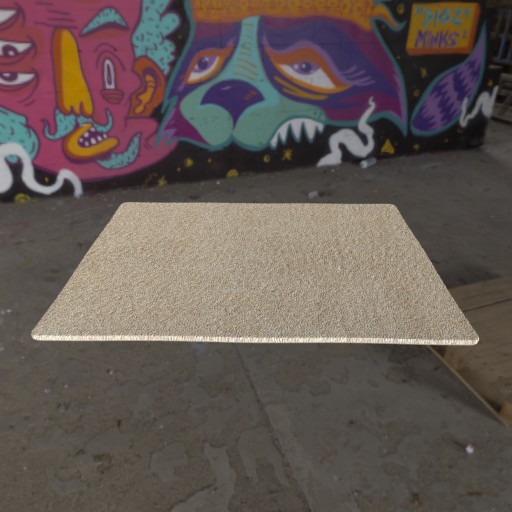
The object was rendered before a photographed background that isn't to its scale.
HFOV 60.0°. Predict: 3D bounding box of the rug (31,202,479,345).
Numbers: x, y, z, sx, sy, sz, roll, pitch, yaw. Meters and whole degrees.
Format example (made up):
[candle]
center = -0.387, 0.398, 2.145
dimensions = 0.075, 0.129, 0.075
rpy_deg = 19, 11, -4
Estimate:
[rug]
center = 0.000, 0.000, 2.090
dimensions = 1.600, 0.027, 1.200
rpy_deg = 0, 30, 1
